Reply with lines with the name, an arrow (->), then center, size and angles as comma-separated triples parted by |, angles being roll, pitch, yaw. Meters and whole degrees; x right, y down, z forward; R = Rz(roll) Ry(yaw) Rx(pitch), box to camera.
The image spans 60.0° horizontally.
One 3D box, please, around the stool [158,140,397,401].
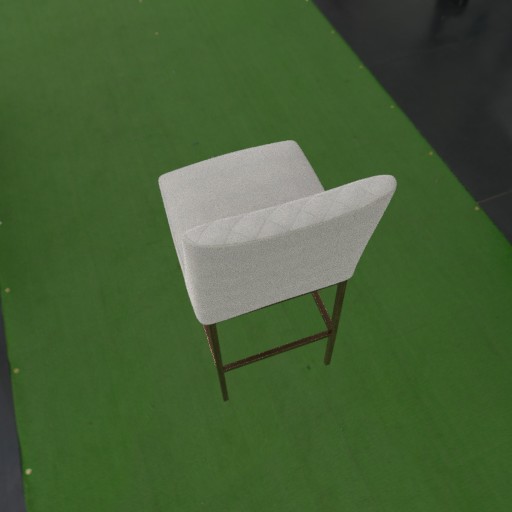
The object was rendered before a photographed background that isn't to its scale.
stool -> 0.000, 0.000, 1.372 | 0.462, 1.084, 0.546 | -17, 61, -10
